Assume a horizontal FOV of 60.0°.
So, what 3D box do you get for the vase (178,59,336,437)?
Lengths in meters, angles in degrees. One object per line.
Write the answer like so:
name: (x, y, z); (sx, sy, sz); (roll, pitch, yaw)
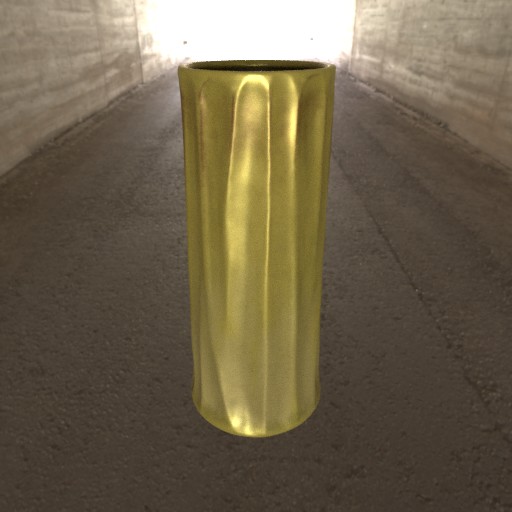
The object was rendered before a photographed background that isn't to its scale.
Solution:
vase: (0.000, 0.000, 0.179); (0.061, 0.143, 0.061); (0, 28, 0)
